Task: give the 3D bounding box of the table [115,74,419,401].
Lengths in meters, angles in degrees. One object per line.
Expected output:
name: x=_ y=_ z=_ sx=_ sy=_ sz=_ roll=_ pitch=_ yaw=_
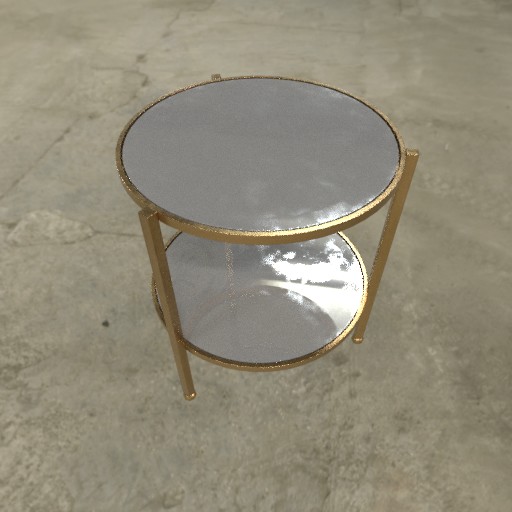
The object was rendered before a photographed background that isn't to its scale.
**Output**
table: x=0.000 y=0.000 z=0.455 sx=0.231 sy=0.269 sz=0.243 roll=31 pitch=54 yaw=26
